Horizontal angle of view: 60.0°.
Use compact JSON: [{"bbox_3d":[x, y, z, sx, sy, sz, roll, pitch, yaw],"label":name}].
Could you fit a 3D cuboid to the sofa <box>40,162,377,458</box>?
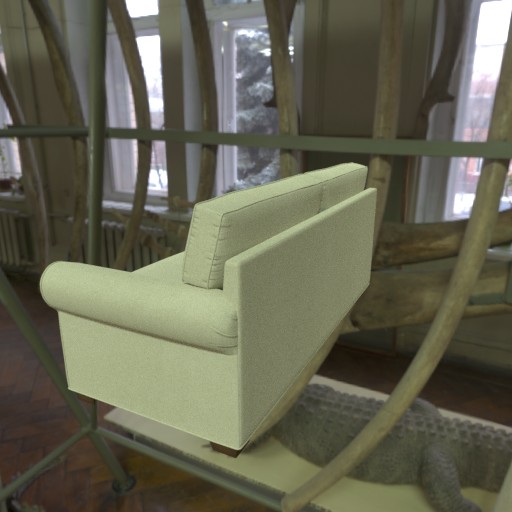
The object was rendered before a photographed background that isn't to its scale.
[{"bbox_3d":[0.000,0.000,2.536,0.901,0.962,2.146,8,18,26],"label":"sofa"}]
